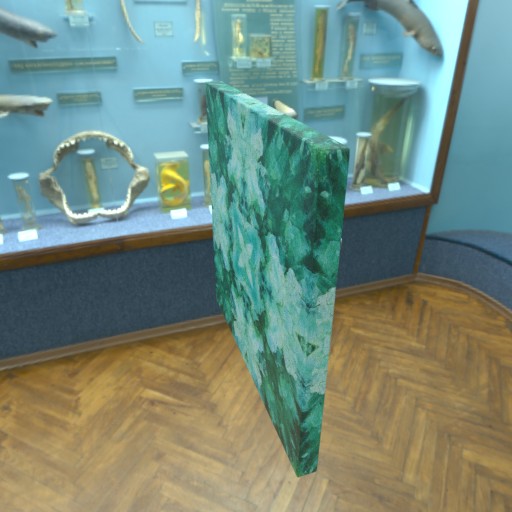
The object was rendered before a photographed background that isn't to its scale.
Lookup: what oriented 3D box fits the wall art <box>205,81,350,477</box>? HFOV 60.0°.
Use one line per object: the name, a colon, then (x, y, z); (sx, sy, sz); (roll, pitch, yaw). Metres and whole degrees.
wall art: (0.000, 0.000, 0.770); (0.038, 0.508, 0.507); (-9, 30, -16)
